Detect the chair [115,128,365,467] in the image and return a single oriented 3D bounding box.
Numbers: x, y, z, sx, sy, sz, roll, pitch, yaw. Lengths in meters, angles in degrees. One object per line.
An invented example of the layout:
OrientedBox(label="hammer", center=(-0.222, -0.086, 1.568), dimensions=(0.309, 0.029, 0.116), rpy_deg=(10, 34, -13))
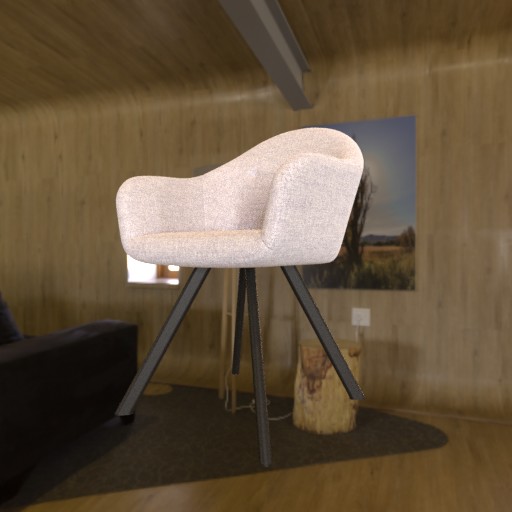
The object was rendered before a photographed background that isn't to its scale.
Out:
OrientedBox(label="chair", center=(0.000, 0.000, 1.187), dimensions=(0.540, 0.780, 0.570), rpy_deg=(1, 1, 36))
